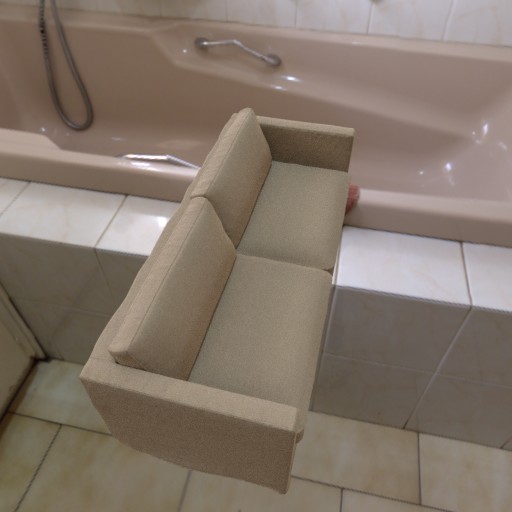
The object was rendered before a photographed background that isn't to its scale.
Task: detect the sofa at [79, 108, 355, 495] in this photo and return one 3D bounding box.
[{"bbox_3d":[0.000,0.000,2.721,0.962,0.853,2.312,11,47,10],"label":"sofa"}]
